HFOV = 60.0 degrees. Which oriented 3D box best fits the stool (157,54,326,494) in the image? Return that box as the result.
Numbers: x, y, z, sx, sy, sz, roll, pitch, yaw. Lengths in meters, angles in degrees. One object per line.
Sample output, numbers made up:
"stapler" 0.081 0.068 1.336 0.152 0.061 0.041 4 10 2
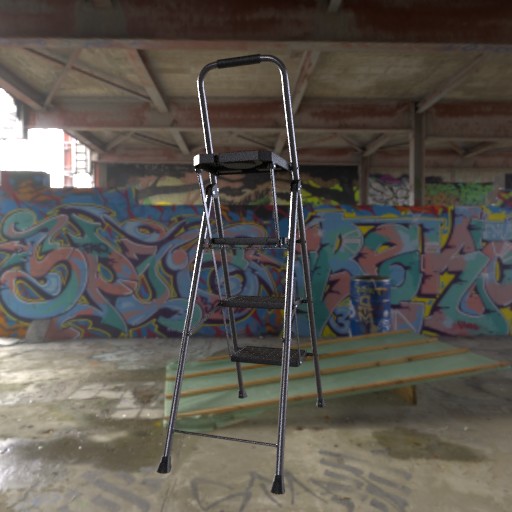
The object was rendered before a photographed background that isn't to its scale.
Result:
"stool" 0.000 0.000 1.591 0.396 1.277 0.733 0 1 18
